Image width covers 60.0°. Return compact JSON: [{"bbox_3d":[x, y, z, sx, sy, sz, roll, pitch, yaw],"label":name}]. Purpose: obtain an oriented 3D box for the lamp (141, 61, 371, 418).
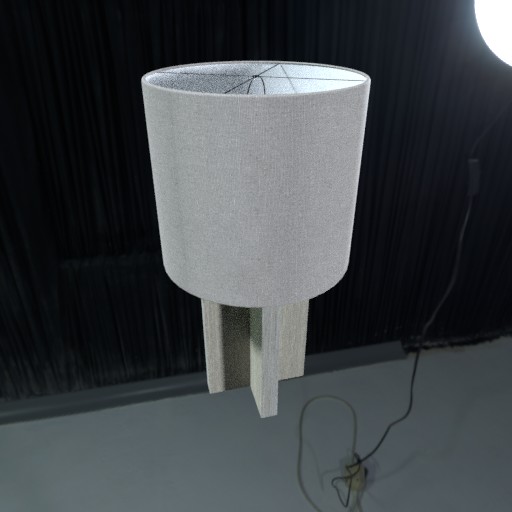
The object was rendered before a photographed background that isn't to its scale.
[{"bbox_3d":[0.000,0.000,0.559,0.229,0.428,0.229,-7,31,-13],"label":"lamp"}]
